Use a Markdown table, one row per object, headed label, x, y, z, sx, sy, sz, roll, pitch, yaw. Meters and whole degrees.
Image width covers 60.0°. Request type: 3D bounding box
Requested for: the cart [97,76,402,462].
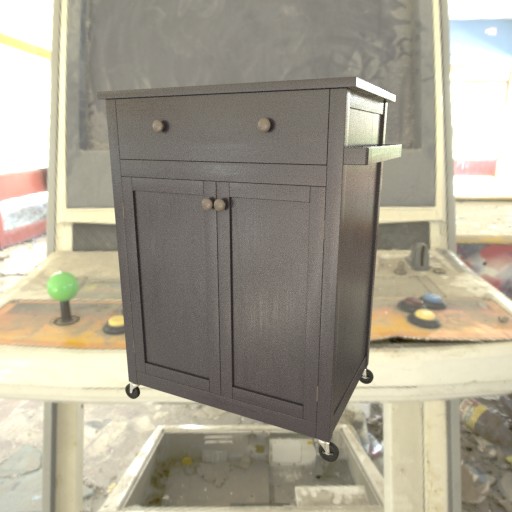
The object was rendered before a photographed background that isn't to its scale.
| label | x | y | z | sx | sy | sz | roll | pitch | yaw |
| --- | --- | --- | --- | --- | --- | --- | --- | --- | --- |
| cart | 0.000 | 0.000 | 1.268 | 0.690 | 0.878 | 0.449 | 7 | 17 | 25 |
